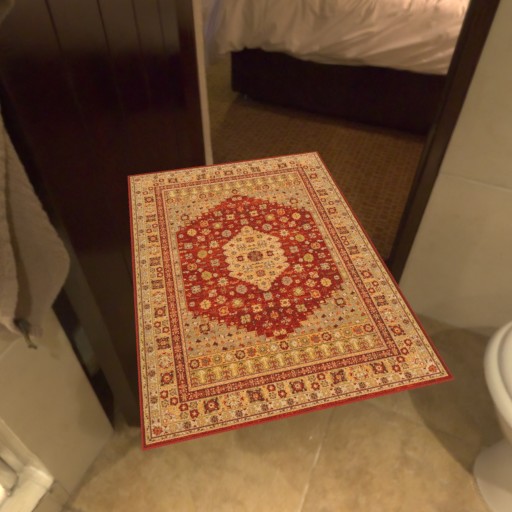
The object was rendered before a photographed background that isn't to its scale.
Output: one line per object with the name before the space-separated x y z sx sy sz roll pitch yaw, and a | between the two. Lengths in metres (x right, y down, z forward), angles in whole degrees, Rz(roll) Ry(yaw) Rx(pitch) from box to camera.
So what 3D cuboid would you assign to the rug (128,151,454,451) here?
rug | 0.000 0.000 2.924 1.593 0.013 2.211 -9 46 -9
